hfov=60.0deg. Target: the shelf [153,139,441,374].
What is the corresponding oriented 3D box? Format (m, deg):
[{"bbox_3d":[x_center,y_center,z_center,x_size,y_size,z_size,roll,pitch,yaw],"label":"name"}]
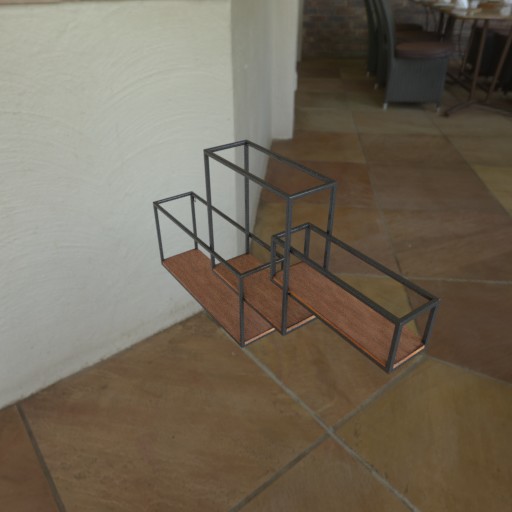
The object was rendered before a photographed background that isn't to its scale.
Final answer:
[{"bbox_3d":[0.000,0.000,2.140,0.275,0.972,1.781,-21,39,-29],"label":"shelf"}]
